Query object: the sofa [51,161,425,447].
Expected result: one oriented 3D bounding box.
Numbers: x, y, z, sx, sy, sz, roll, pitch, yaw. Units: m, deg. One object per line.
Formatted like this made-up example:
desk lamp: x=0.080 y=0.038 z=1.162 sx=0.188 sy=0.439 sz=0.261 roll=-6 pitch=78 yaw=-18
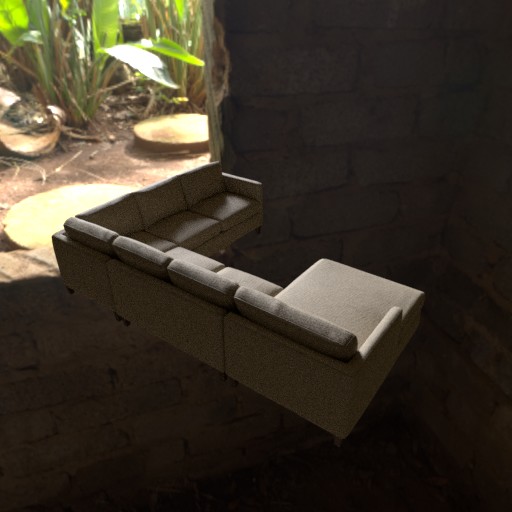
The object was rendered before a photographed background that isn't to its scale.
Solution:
sofa: x=0.000 y=0.000 z=4.729 sx=3.460 sy=0.959 sz=2.593 roll=20 pitch=35 yaw=31
